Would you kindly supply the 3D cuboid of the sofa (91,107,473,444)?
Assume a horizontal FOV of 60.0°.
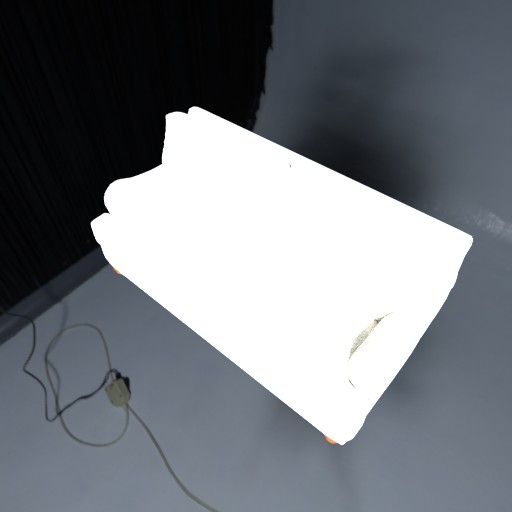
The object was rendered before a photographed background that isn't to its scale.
[{"bbox_3d":[0.000,0.000,2.820,2.159,1.087,1.086,32,55,26],"label":"sofa"}]
